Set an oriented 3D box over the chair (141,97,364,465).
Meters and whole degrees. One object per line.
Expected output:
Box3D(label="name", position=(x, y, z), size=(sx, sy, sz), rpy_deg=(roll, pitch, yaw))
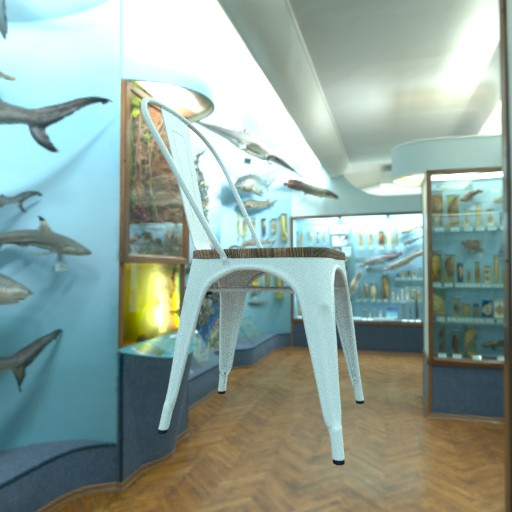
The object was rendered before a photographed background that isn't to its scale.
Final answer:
Box3D(label="chair", position=(0.000, 0.000, 1.187), size=(0.521, 0.851, 0.452), rpy_deg=(-1, -2, 19))
